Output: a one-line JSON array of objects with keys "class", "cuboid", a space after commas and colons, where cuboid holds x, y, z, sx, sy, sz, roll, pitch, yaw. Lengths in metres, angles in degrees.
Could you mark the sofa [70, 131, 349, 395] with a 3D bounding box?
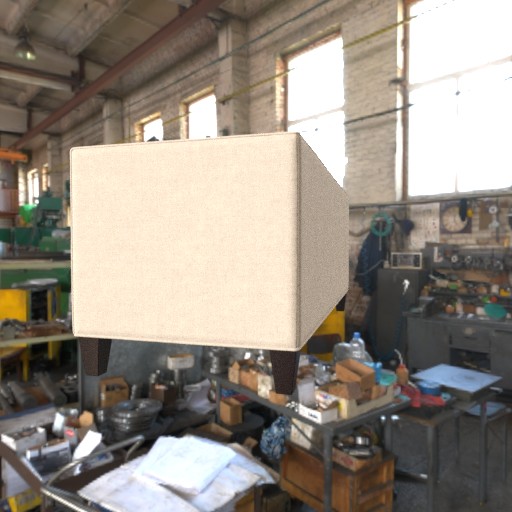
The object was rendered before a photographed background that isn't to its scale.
[{"class": "sofa", "cuboid": [0.000, 0.000, 2.209, 0.775, 0.762, 1.778, 0, 2, 16]}]
